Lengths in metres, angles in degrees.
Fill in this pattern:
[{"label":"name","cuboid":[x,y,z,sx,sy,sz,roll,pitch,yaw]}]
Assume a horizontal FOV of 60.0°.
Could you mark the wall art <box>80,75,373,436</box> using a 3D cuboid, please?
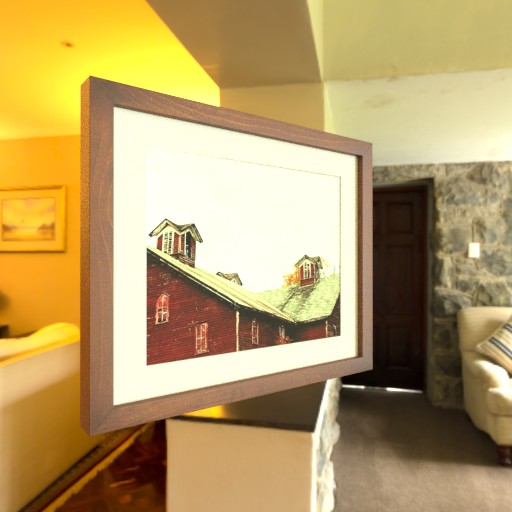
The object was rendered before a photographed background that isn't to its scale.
[{"label":"wall art","cuboid":[0.000,0.000,0.535,0.401,0.328,0.030,0,0,-37]}]
